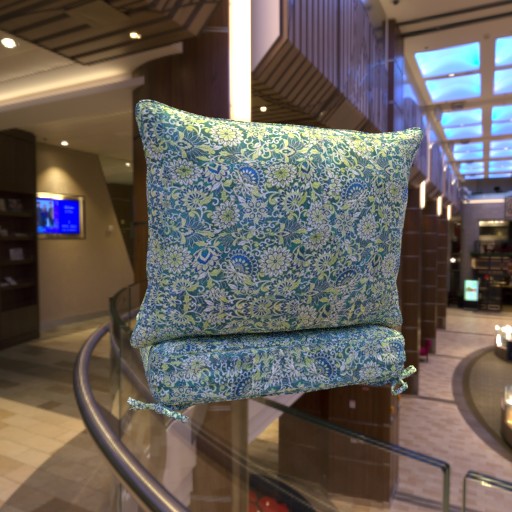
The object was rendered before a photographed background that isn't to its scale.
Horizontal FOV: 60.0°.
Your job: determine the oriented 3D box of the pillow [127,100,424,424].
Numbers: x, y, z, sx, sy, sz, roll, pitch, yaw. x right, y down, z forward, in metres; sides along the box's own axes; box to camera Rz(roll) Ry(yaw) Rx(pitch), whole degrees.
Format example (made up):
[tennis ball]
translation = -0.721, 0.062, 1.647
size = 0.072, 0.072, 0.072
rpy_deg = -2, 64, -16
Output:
[pillow]
translation = 0.000, 0.000, 1.374
size = 0.798, 0.722, 0.740
rpy_deg = -1, 3, -19
